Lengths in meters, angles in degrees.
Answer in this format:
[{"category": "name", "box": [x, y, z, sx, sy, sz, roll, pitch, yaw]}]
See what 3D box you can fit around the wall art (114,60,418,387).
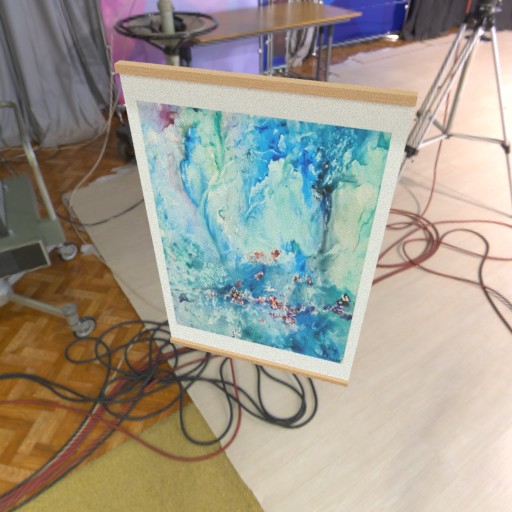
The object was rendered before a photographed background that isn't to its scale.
[{"category": "wall art", "box": [0.000, 0.000, 0.770, 0.401, 0.611, 0.016, 11, 42, 13]}]
